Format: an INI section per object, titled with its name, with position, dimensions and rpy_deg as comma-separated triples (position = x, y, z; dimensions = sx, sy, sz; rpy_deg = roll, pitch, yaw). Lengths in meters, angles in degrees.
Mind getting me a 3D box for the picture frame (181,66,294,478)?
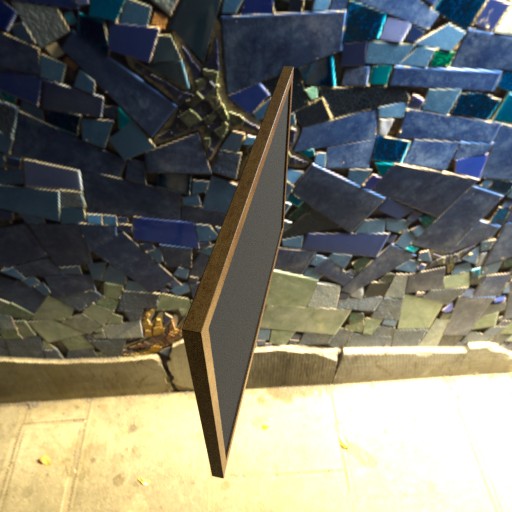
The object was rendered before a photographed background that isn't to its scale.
[picture frame]
position = 0.000, 0.000, 1.173
dimensions = 0.029, 0.621, 0.922
rpy_deg = 8, 47, 8
